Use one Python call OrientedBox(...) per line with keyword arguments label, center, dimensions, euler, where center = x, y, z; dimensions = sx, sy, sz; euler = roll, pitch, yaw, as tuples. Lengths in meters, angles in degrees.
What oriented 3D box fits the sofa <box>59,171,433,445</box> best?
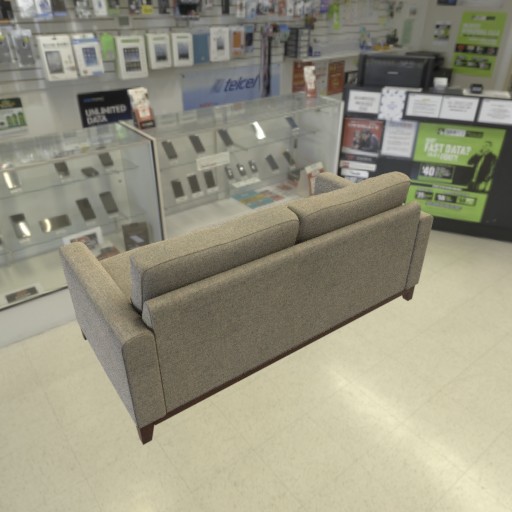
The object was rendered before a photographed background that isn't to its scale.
OrientedBox(label="sofa", center=(0.000, 0.000, 2.615), dimensions=(1.978, 0.892, 0.969), euler=(-20, 37, -30))
